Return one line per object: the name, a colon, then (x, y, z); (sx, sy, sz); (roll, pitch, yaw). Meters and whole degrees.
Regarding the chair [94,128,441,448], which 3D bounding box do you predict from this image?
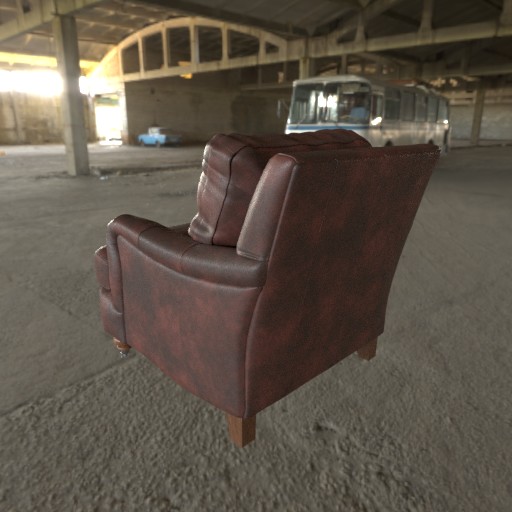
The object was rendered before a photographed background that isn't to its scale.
chair: (0.000, 0.000, 1.910); (1.156, 1.051, 0.987); (16, 23, 42)
